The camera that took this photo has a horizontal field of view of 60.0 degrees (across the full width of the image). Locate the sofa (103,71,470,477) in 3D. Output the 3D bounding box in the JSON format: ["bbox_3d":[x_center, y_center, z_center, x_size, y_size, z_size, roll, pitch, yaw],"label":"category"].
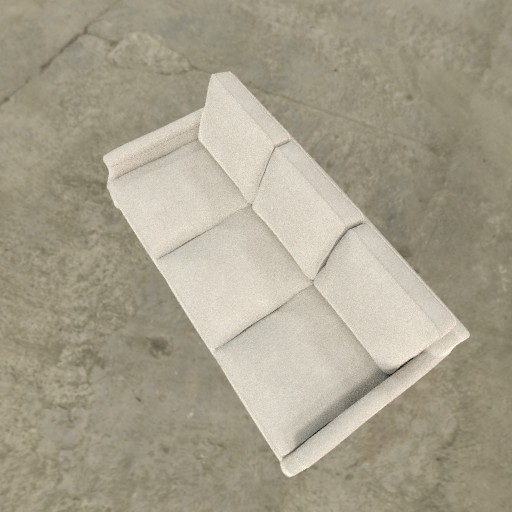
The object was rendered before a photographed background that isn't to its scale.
[{"bbox_3d":[0.000,0.000,2.725,1.084,1.003,2.246,-31,68,-14],"label":"sofa"}]
